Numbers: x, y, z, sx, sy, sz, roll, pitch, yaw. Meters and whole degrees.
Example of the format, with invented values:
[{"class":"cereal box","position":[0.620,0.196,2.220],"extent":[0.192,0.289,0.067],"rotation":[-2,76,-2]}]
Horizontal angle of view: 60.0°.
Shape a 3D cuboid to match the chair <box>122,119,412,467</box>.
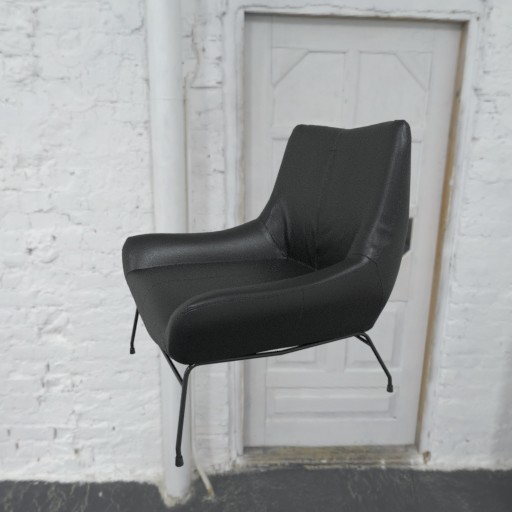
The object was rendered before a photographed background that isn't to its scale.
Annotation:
[{"class":"chair","position":[0.000,0.000,1.579],"extent":[0.826,0.922,0.836],"rotation":[-7,17,-24]}]
